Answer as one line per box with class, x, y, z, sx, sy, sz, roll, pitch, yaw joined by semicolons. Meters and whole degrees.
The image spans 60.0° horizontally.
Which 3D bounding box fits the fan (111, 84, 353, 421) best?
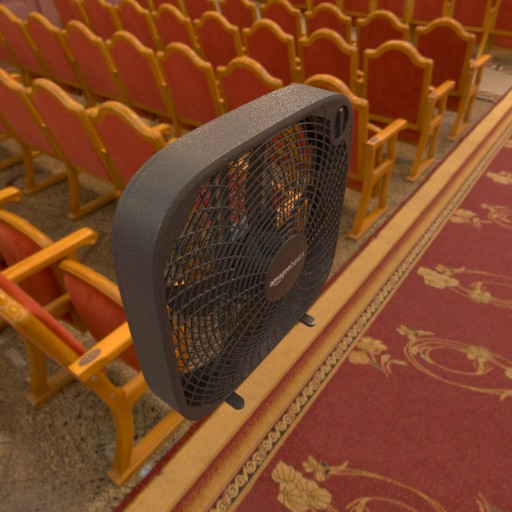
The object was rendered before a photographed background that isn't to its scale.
fan;0.000;0.000;0.816;0.142;0.533;0.526;26;47;28
